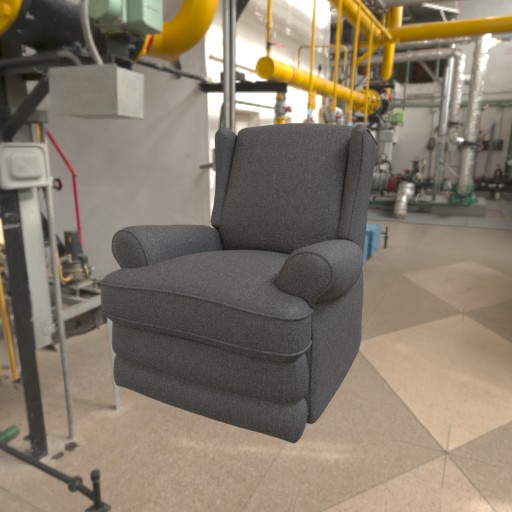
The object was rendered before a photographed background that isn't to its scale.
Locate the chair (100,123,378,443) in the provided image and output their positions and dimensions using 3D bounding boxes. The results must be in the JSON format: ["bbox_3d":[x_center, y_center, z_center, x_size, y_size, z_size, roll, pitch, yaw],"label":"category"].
[{"bbox_3d":[0.000,0.000,1.710,0.847,1.011,0.969,7,16,27],"label":"chair"}]
